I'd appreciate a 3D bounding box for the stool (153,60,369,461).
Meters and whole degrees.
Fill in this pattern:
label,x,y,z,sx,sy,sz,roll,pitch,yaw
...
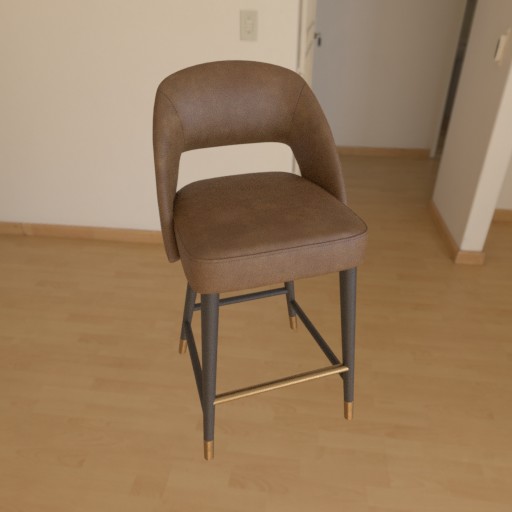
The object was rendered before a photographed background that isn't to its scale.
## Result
label,x,y,z,sx,sy,sz,roll,pitch,yaw
stool,0.000,0.000,1.229,0.494,0.940,0.509,-10,33,-15
